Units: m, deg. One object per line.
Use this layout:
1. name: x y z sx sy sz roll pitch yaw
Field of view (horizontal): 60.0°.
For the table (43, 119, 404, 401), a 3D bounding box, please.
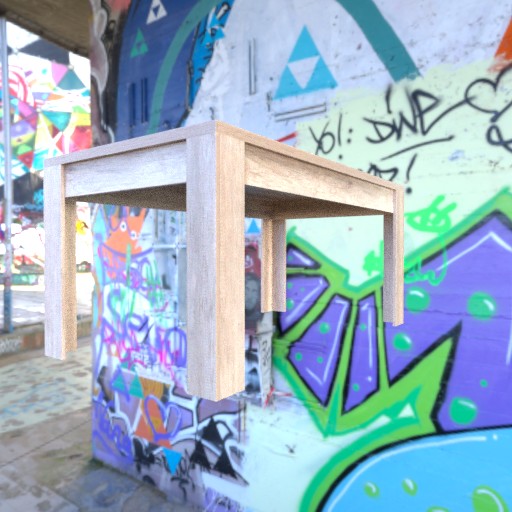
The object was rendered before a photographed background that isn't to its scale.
1. table: 0.000 0.000 2.127 0.900 0.775 1.600 1 1 36
